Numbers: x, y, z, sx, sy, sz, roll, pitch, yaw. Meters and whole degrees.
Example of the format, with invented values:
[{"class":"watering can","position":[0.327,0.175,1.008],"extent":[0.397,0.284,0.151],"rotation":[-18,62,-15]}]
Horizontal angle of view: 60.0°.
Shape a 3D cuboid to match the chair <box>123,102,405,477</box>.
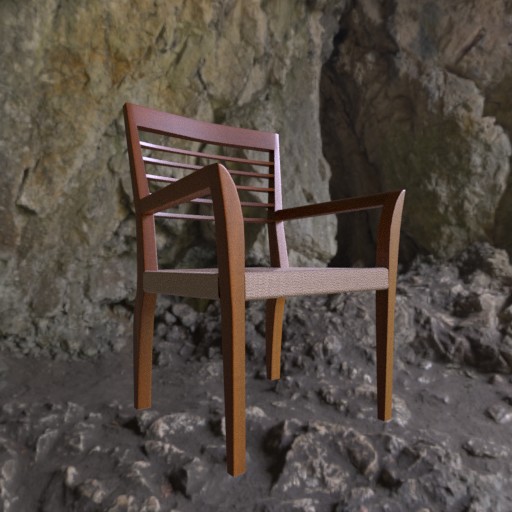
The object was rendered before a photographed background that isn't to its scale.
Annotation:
[{"class":"chair","position":[0.000,0.000,1.214],"extent":[0.587,0.855,0.540],"rotation":[0,1,-37]}]
